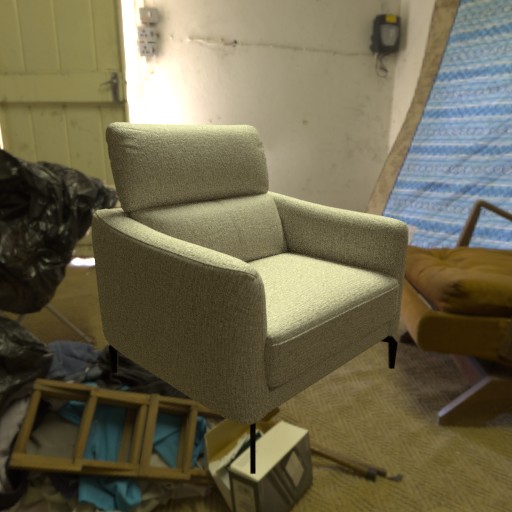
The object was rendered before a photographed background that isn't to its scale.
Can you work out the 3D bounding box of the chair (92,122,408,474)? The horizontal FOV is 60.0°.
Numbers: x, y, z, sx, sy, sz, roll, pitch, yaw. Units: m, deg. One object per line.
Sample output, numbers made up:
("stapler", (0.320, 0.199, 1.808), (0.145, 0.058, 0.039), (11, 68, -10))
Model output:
("chair", (0.000, 0.000, 1.671), (0.835, 0.967, 0.972), (15, 21, 42))
